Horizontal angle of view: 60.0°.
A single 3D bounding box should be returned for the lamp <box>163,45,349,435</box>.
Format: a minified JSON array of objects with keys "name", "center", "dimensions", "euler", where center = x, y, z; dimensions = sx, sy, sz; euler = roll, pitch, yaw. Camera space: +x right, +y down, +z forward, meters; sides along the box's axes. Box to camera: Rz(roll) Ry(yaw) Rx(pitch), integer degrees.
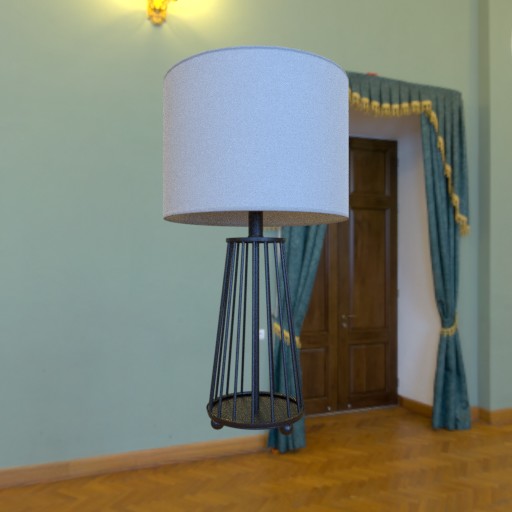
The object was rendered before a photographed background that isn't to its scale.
[{"name":"lamp","center":[0.000,0.000,0.784],"dimensions":[0.322,0.593,0.322],"euler":[0,0,-20]}]
